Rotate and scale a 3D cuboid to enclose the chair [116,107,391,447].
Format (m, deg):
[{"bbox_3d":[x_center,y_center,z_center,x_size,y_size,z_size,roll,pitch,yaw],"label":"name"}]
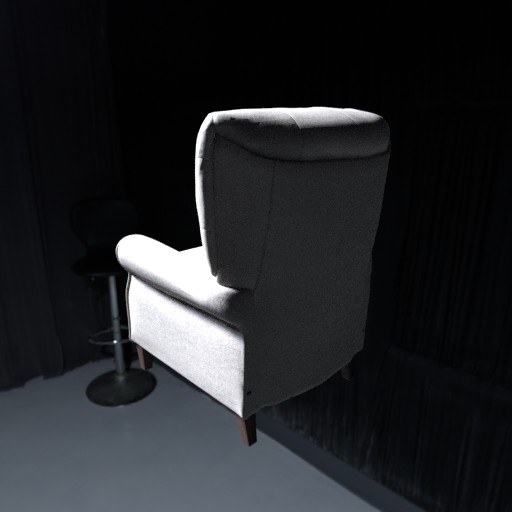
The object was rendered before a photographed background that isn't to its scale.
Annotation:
[{"bbox_3d":[0.000,0.000,1.919,0.942,1.209,1.025,-15,23,-41],"label":"chair"}]
